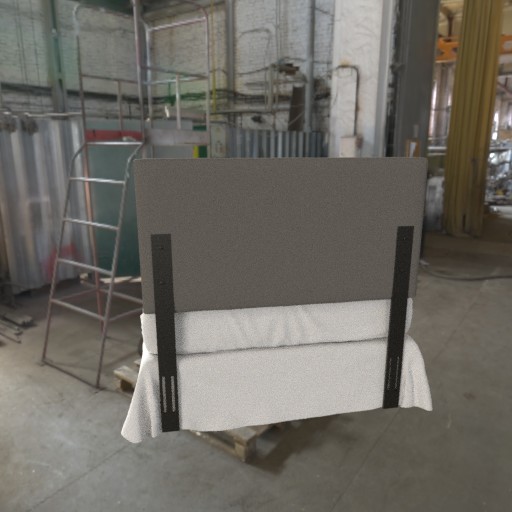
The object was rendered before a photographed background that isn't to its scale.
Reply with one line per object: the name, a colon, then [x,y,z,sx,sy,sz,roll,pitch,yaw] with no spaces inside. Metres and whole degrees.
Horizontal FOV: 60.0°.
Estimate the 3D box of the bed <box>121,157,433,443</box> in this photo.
bed: [0.000,0.000,3.521,1.936,1.577,2.222,-2,14,-10]
